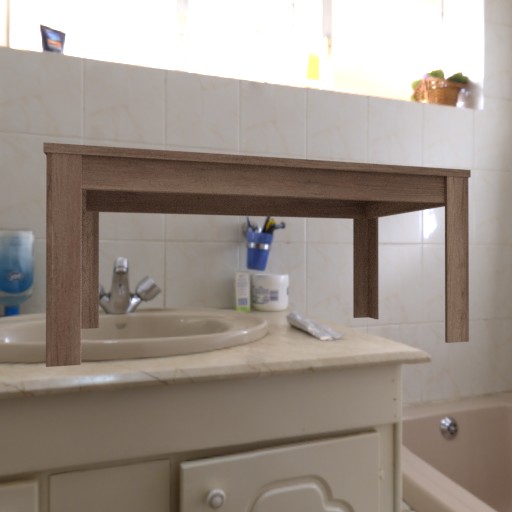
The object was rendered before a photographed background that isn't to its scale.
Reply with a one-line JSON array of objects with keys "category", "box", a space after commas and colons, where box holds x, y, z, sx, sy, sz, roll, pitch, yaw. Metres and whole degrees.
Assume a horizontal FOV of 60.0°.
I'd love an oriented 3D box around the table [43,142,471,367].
[{"category": "table", "box": [0.000, 0.000, 2.229, 1.800, 0.790, 0.900, 0, 0, -16]}]
